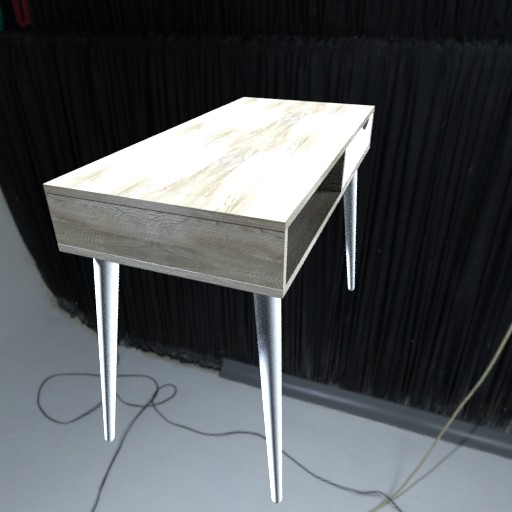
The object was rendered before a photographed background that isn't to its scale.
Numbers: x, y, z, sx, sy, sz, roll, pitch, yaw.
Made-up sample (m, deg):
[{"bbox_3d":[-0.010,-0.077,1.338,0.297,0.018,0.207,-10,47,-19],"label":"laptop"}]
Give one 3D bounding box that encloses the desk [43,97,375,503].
[{"bbox_3d":[0.000,0.000,1.322,0.491,0.723,0.979,11,31,18],"label":"desk"}]
